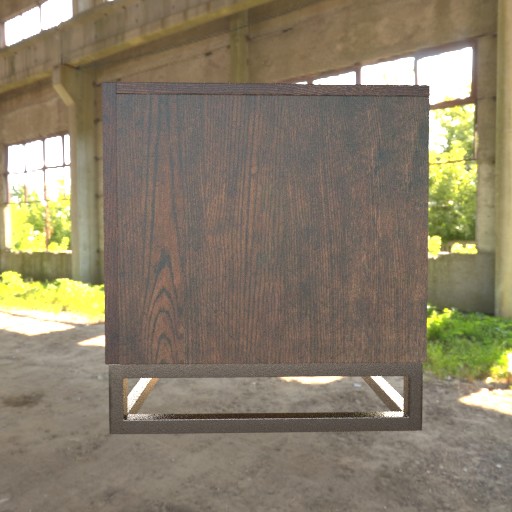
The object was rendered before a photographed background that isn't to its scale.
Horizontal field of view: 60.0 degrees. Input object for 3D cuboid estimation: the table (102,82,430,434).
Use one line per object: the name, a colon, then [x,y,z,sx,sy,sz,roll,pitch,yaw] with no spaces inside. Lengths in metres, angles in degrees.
table: [0.000,0.000,0.987,0.566,0.582,0.506,0,2,-1]
